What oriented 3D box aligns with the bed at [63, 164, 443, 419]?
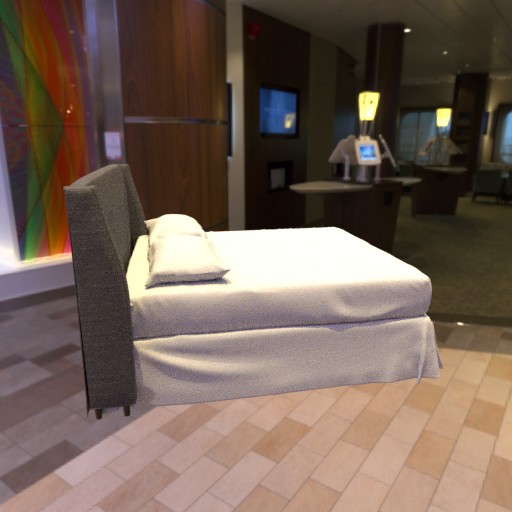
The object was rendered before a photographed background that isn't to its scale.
[{"bbox_3d":[0.000,0.000,3.399,2.276,1.332,1.925,-3,15,-10],"label":"bed"}]
